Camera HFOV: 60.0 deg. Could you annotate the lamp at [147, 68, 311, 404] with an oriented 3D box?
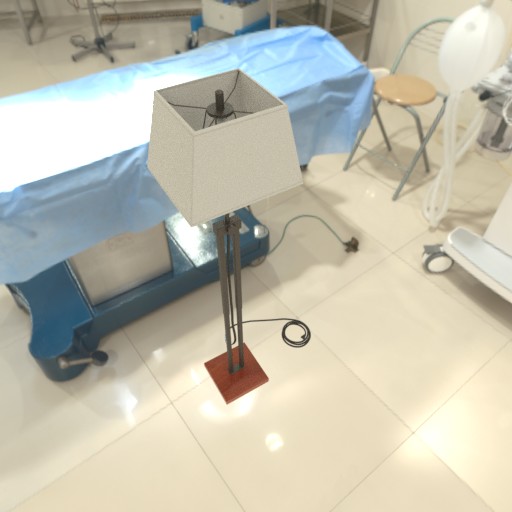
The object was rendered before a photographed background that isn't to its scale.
[{"bbox_3d":[0.000,0.000,2.022,0.745,1.712,0.472,-24,51,-20],"label":"lamp"}]
